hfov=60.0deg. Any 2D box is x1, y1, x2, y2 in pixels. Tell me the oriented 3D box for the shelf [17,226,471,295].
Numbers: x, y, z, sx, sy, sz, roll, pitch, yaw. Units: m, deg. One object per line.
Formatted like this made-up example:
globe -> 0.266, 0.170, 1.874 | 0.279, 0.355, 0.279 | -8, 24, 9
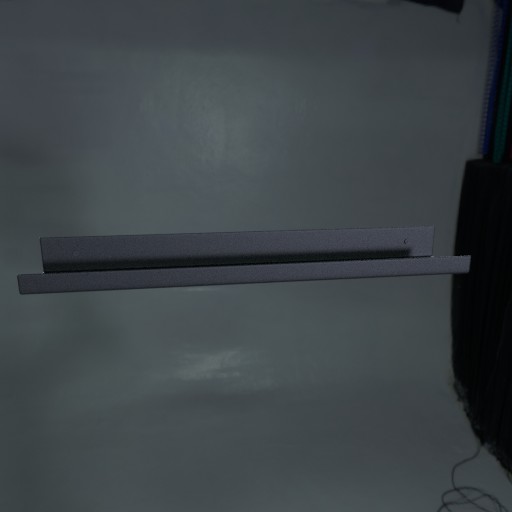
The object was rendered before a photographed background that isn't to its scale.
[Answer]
shelf -> 0.000, 0.000, 0.633 | 0.605, 0.053, 0.102 | -2, 14, -9
